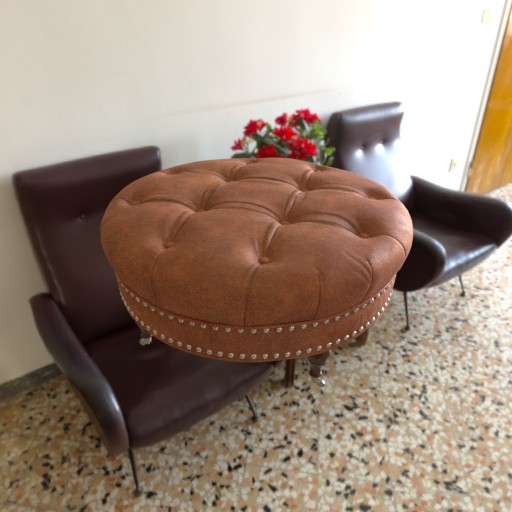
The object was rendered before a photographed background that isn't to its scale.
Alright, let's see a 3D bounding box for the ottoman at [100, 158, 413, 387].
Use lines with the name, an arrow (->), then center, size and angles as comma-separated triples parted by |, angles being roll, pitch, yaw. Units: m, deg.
ottoman -> 0.000, 0.000, 1.403 | 0.901, 0.444, 0.901 | 0, 30, 0
